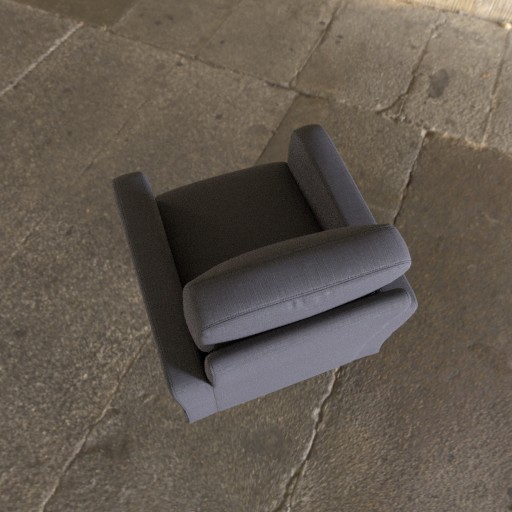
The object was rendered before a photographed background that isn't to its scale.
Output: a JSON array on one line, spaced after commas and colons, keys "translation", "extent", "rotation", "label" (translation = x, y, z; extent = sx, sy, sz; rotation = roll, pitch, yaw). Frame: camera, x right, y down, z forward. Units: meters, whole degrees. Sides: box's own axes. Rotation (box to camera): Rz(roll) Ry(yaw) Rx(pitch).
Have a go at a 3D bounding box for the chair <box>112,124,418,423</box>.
[{"translation": [0.000, 0.000, 1.527], "extent": [0.798, 0.855, 0.863], "rotation": [-18, 60, -10], "label": "chair"}]
